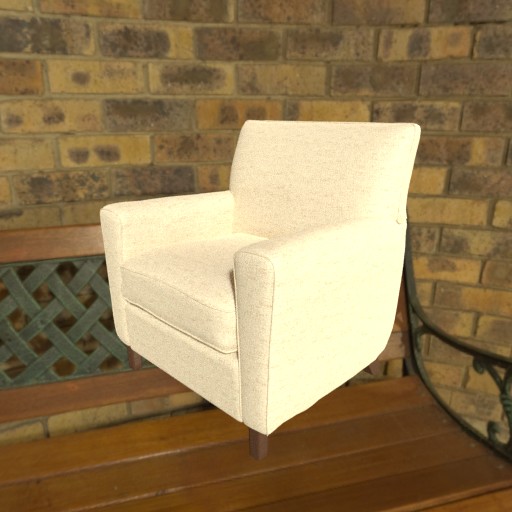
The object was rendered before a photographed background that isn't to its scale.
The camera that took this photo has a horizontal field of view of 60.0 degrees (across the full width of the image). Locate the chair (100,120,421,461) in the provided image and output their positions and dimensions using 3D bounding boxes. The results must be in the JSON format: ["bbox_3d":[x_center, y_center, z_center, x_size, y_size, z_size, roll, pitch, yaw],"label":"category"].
[{"bbox_3d":[0.000,0.000,1.636,0.870,0.943,0.823,17,24,42],"label":"chair"}]
